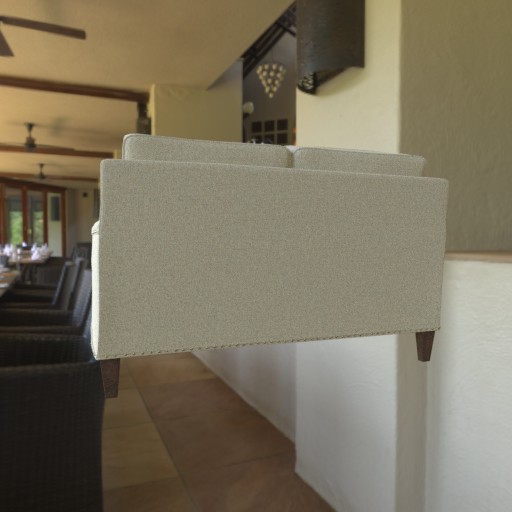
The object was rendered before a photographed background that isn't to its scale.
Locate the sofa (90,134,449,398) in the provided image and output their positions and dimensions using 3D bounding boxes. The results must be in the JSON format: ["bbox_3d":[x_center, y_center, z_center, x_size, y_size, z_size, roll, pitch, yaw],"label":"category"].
[{"bbox_3d":[0.000,0.000,2.266,1.597,1.003,1.084,-1,2,-20],"label":"sofa"}]
